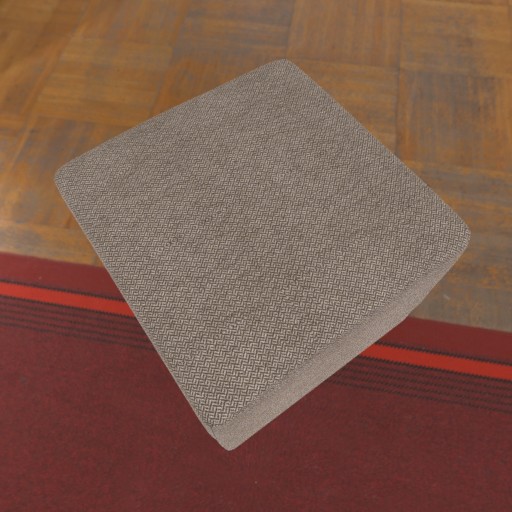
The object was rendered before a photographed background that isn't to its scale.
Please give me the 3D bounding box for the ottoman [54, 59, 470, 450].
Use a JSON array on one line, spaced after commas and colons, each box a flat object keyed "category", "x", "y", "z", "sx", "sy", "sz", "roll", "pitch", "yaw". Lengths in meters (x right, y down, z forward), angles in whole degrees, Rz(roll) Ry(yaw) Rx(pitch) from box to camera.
[{"category": "ottoman", "x": 0.000, "y": 0.000, "z": 0.893, "sx": 0.512, "sy": 0.453, "sz": 0.519, "roll": -32, "pitch": 67, "yaw": -15}]
